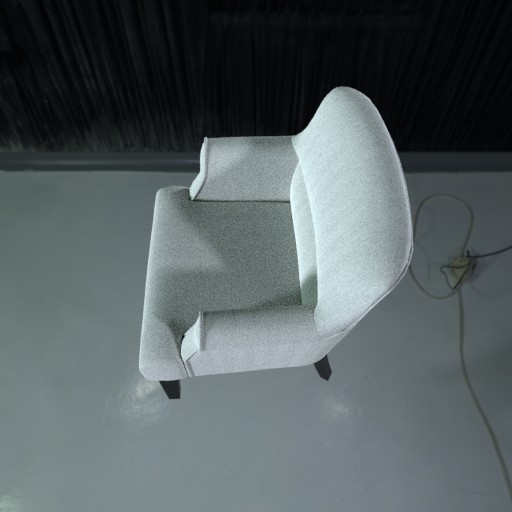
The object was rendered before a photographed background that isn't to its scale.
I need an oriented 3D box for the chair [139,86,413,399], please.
[{"bbox_3d":[0.000,0.000,1.488,0.750,0.875,0.781,-2,57,-1],"label":"chair"}]
